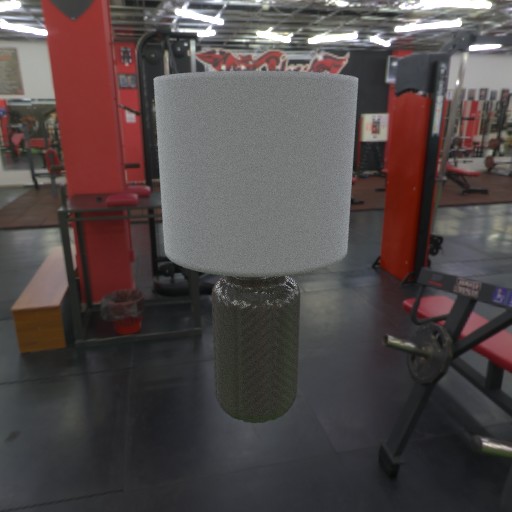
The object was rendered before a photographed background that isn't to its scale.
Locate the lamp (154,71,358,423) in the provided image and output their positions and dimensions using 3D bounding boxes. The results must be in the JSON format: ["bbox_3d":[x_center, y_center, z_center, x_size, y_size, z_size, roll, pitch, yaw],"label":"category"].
[{"bbox_3d":[0.000,0.000,0.506,0.203,0.389,0.203,-3,18,-10],"label":"lamp"}]
